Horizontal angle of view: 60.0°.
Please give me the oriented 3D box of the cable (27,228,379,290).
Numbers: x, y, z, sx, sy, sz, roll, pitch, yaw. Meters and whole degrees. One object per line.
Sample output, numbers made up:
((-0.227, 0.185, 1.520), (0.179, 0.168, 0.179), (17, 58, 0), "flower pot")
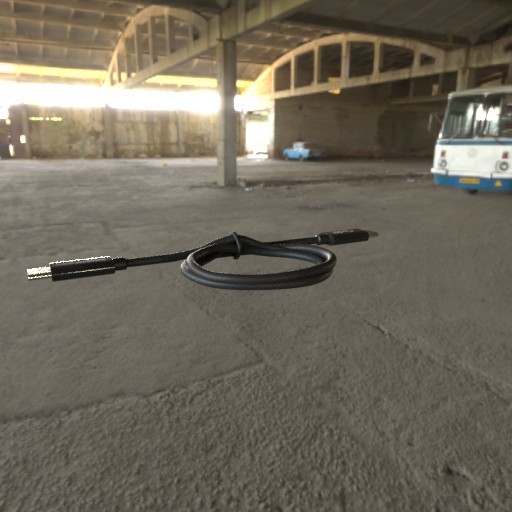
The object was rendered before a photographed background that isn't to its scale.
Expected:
((0.000, 0.000, 0.202), (0.186, 0.014, 0.070), (-8, 17, -27), "cable")
